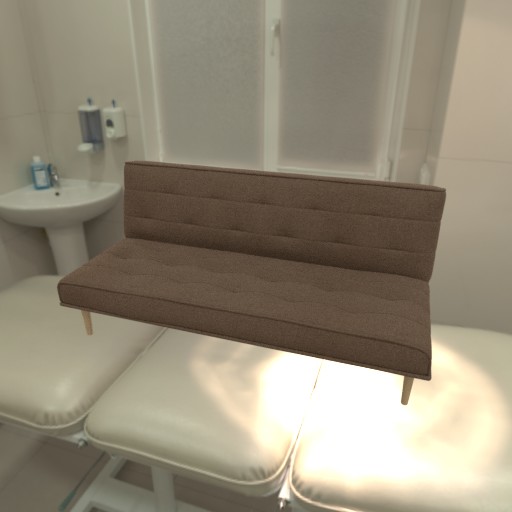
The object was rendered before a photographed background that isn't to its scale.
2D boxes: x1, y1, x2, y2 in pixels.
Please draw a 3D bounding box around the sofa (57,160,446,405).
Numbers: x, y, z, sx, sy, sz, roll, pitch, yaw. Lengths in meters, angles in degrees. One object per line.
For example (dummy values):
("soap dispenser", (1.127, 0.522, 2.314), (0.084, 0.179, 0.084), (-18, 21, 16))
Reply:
("sofa", (0.000, 0.000, 2.387), (1.820, 0.810, 1.038), (8, 27, 17))
